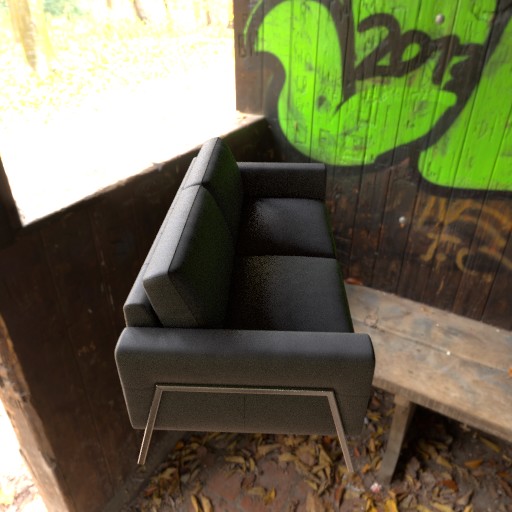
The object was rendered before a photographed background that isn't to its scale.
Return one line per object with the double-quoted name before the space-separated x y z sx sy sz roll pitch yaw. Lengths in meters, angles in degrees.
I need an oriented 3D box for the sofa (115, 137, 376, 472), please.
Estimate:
"sofa" 0.000 0.000 2.510 0.953 0.875 2.017 1 32 2
